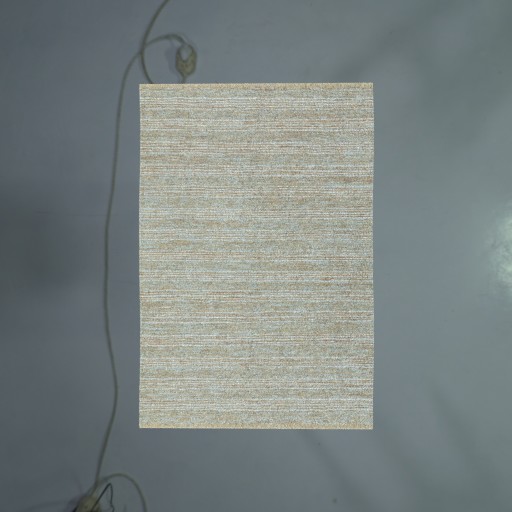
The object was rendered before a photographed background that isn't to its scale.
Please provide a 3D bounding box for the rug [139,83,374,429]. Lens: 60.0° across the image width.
[{"bbox_3d":[0.000,0.000,2.345,1.240,0.010,1.824,0,90,1],"label":"rug"}]
